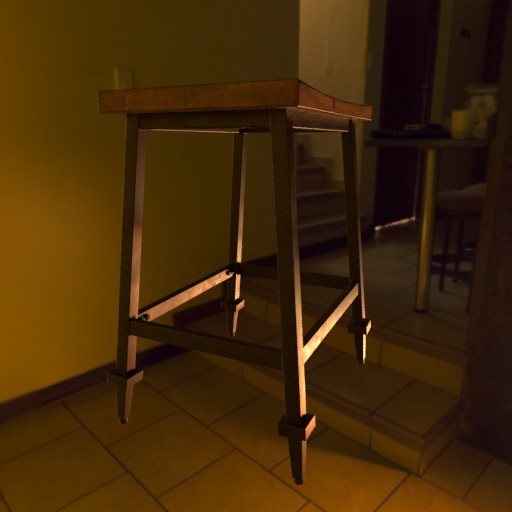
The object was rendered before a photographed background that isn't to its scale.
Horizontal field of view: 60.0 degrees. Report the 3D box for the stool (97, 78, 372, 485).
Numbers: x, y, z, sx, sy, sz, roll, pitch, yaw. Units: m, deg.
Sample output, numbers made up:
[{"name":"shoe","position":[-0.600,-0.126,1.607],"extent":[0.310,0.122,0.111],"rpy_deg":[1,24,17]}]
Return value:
[{"name":"stool","position":[0.000,0.000,0.929],"extent":[0.405,0.625,0.486],"rpy_deg":[7,16,25]}]
